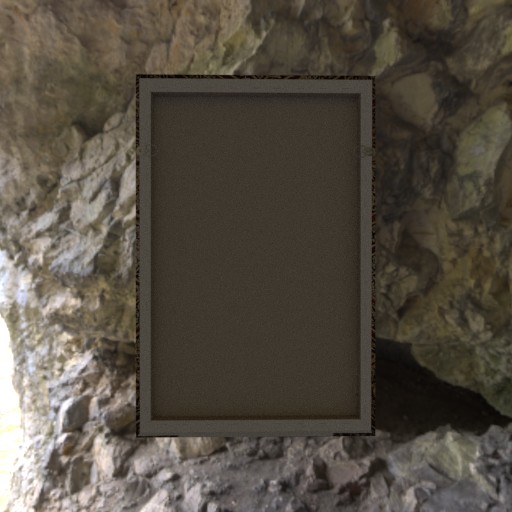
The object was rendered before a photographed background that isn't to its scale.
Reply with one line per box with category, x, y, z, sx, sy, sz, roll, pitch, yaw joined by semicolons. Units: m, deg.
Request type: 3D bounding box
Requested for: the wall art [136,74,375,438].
wall art;0.000;0.000;0.741;0.397;0.599;0.020;0;0;-1
